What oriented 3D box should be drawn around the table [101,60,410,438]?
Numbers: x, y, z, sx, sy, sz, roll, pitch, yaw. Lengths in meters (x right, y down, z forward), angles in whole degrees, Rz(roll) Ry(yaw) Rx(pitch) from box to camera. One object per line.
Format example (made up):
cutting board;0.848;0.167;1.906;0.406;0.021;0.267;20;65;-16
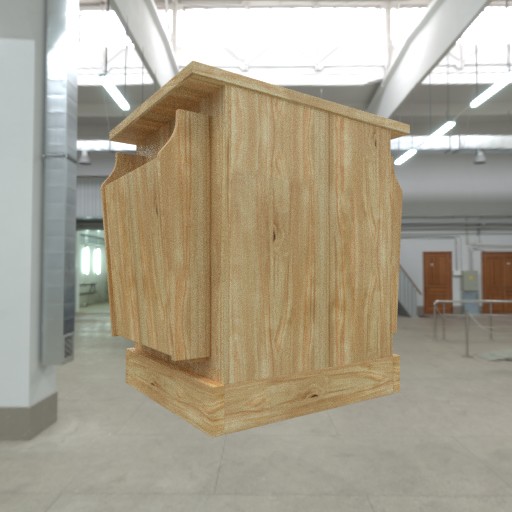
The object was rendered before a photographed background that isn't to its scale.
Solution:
table;0.000;0.000;0.882;0.530;0.515;0.380;1;-2;-35
